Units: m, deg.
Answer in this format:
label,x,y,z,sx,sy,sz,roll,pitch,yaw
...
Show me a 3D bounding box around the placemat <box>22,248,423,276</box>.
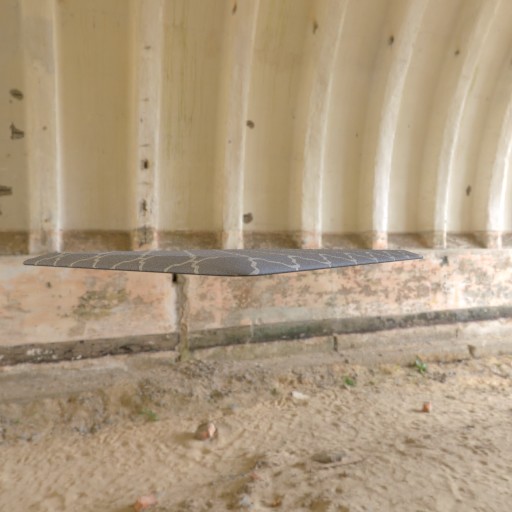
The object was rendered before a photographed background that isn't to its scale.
label,x,y,z,sx,sy,sz,roll,pitch,yaw
placemat,0.000,0.000,0.944,0.508,0.021,0.762,1,2,35
